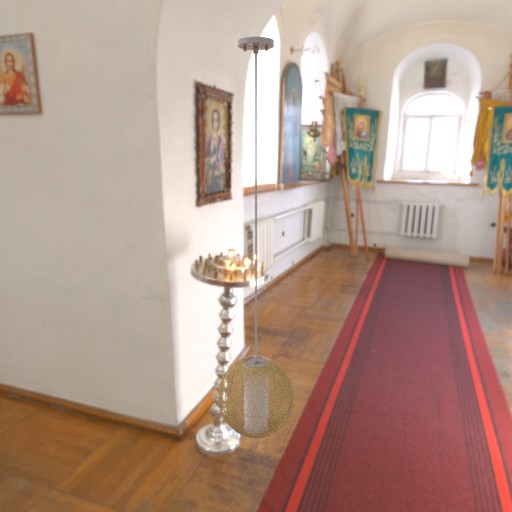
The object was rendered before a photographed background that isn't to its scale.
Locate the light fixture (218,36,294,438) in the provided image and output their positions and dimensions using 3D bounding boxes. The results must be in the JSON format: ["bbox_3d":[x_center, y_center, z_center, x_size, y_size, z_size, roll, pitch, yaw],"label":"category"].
[{"bbox_3d":[0.000,0.000,2.192,0.407,1.955,0.406,-6,16,-24],"label":"light fixture"}]
